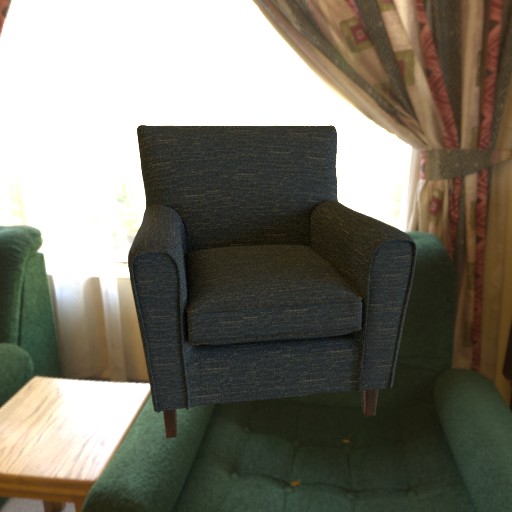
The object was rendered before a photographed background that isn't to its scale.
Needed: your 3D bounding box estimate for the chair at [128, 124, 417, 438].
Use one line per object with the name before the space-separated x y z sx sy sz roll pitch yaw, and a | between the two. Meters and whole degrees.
chair | 0.000 0.000 1.638 0.864 0.928 0.873 -3 17 -9
